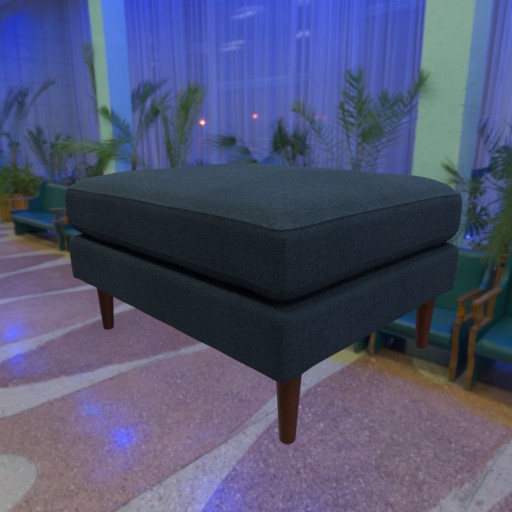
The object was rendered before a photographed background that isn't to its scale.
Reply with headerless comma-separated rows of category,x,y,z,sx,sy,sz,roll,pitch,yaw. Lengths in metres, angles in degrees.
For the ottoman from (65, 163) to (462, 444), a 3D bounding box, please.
ottoman,0.000,0.000,1.200,0.693,0.474,0.821,-14,21,-43
